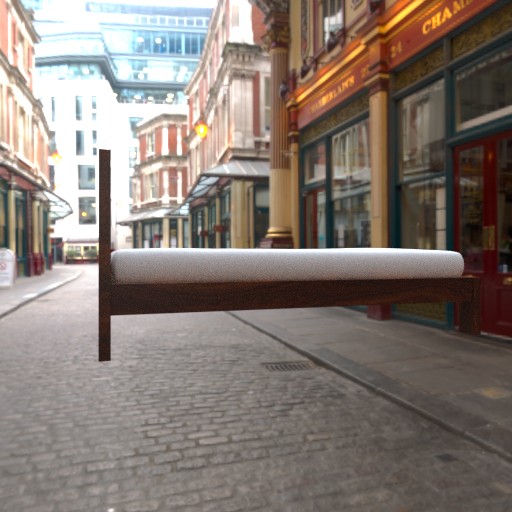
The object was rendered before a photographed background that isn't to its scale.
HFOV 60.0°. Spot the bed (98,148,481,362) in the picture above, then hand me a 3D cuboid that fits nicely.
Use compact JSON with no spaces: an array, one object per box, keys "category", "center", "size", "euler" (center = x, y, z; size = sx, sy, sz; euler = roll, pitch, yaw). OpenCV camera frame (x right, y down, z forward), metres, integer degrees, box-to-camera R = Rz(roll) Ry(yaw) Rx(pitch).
[{"category":"bed","center":[0.000,0.000,3.077],"size":[2.030,0.890,1.905],"euler":[0,0,-19]}]
